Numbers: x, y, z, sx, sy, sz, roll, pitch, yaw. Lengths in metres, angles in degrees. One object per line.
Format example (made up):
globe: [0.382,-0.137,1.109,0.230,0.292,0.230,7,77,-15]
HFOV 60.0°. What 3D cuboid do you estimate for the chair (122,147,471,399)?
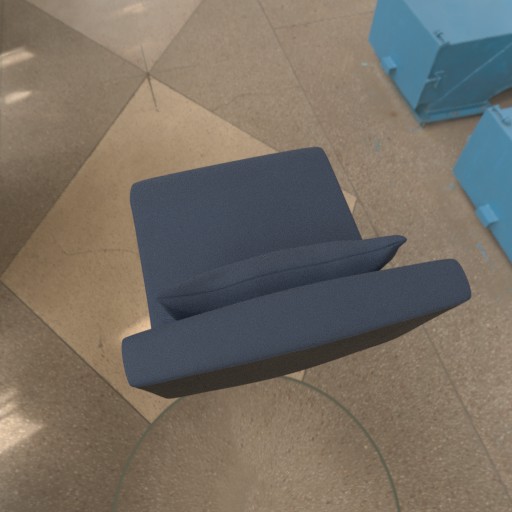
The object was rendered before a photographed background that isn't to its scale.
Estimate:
chair: [0.000,0.000,1.461,0.770,0.808,0.900,-13,60,-7]
